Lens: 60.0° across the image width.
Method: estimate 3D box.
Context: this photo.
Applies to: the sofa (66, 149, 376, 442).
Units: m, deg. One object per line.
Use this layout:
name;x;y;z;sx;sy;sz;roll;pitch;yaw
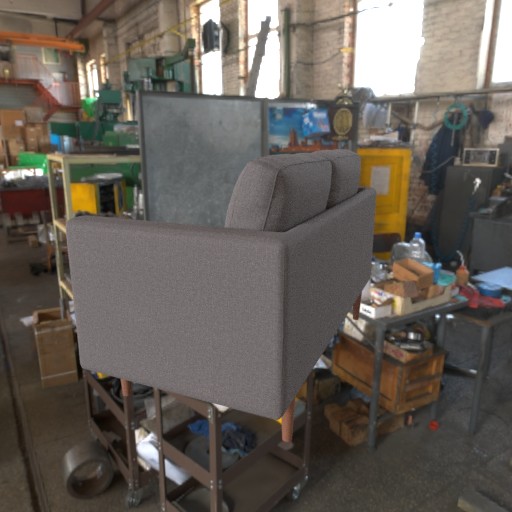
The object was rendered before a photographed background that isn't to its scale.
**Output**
sofa;0.000;0.000;1.966;0.796;0.908;1.430;6;16;23
